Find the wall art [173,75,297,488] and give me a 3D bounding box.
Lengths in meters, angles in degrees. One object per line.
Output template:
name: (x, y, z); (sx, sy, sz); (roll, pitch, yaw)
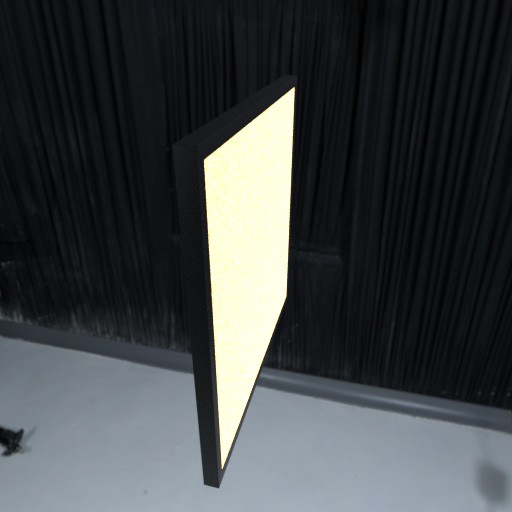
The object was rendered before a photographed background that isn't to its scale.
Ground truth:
wall art: (0.000, 0.000, 1.110); (0.036, 0.755, 0.756); (7, 30, 13)
